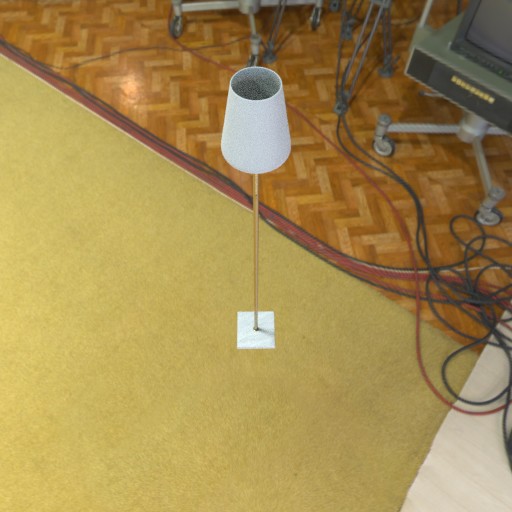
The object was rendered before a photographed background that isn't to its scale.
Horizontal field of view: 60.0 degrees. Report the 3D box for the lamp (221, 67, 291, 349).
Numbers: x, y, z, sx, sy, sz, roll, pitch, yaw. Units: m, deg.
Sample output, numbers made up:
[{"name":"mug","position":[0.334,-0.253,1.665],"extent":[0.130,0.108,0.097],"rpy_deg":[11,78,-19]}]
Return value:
[{"name":"lamp","position":[0.000,0.000,1.968],"extent":[0.229,1.813,0.232],"rpy_deg":[-1,59,0]}]
